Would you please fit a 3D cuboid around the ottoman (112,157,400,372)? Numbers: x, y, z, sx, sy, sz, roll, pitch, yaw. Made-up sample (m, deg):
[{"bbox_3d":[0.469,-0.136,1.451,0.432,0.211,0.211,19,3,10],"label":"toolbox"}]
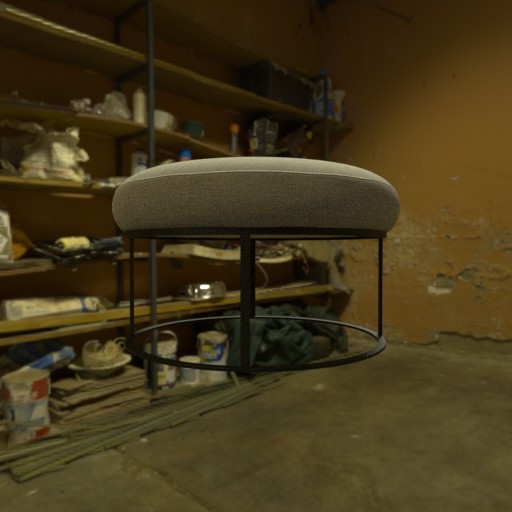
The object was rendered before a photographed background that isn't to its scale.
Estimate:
[{"bbox_3d":[0.000,0.000,1.246,0.769,0.459,0.769,0,1,0],"label":"ottoman"}]
